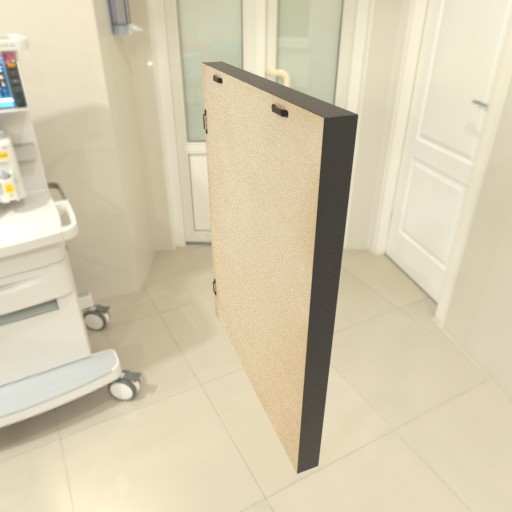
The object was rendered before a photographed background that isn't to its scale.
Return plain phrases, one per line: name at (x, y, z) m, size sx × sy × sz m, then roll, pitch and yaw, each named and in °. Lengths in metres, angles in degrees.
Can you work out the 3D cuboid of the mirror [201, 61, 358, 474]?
mirror at (0.000, 0.000, 0.684) m, size 0.041 × 0.508 × 0.405 m, roll -11°, pitch 32°, yaw -18°
